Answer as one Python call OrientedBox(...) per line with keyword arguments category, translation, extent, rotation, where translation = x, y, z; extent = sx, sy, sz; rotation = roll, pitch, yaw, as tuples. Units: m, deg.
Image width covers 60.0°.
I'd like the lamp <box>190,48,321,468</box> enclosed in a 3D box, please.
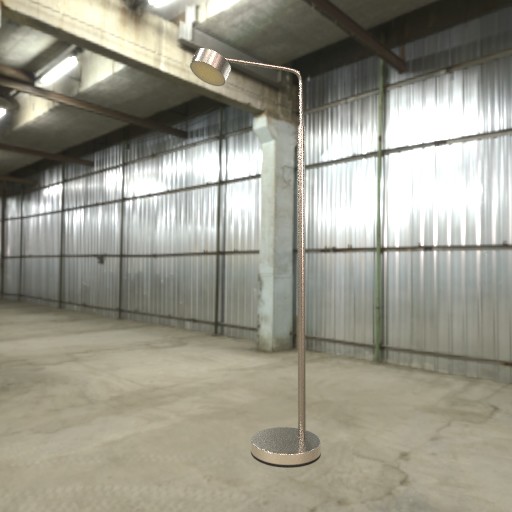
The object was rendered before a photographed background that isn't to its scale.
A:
OrientedBox(category="lamp", translation=(0.000, 0.000, 1.400), extent=(0.421, 1.250, 0.222), rotation=(1, -2, -18))
